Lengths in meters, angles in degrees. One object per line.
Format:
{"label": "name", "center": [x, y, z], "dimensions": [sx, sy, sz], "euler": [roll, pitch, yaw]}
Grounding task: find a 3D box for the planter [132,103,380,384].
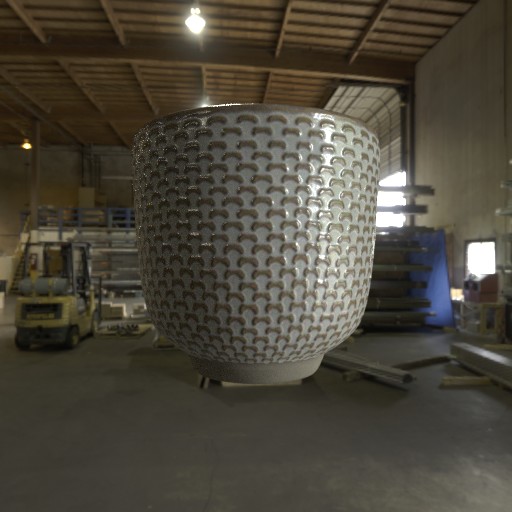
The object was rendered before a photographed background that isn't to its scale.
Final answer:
{"label": "planter", "center": [0.000, 0.000, 0.256], "dimensions": [0.139, 0.130, 0.139], "euler": [0, -1, 0]}
